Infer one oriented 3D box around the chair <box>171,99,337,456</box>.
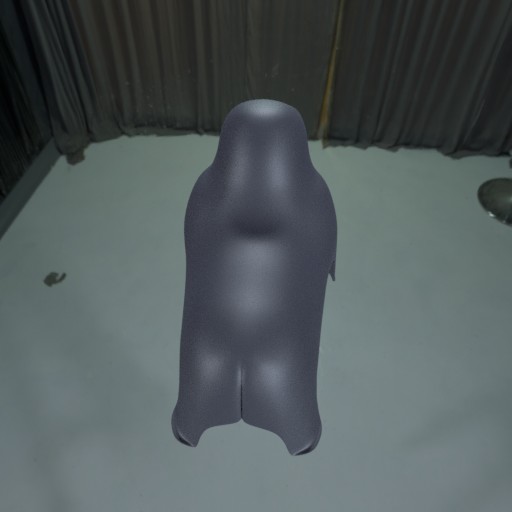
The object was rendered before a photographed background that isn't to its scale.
[{"bbox_3d":[0.000,0.000,1.118,0.490,0.600,0.758,3,47,3],"label":"chair"}]
